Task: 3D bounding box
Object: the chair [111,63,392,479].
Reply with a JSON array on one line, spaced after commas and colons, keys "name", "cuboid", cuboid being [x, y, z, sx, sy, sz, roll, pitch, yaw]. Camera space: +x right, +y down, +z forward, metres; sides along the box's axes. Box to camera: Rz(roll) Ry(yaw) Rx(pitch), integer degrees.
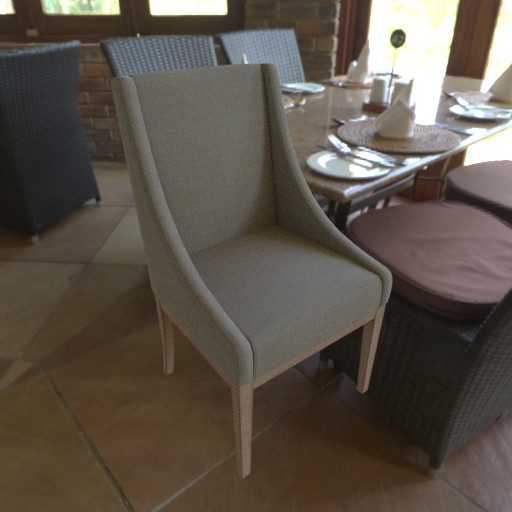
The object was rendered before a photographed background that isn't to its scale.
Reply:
[{"name": "chair", "cuboid": [0.000, 0.000, 1.360, 0.575, 1.021, 0.611, -21, 36, -32]}]
